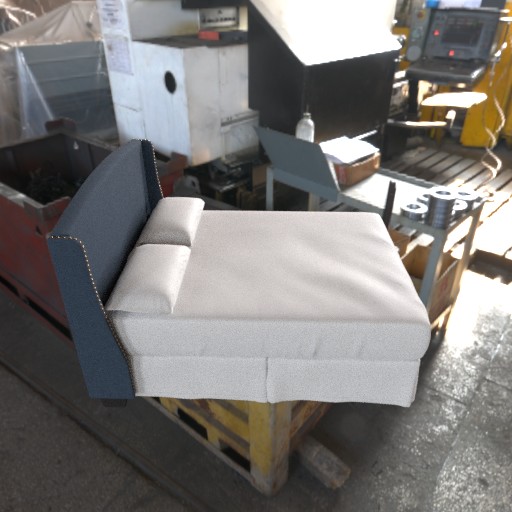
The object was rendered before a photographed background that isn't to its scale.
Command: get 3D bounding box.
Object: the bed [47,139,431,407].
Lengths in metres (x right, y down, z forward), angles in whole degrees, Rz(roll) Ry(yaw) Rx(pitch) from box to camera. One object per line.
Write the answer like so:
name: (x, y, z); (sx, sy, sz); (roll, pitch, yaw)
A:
bed: (0.000, 0.000, 3.354); (2.237, 1.407, 1.710); (1, 32, 1)
